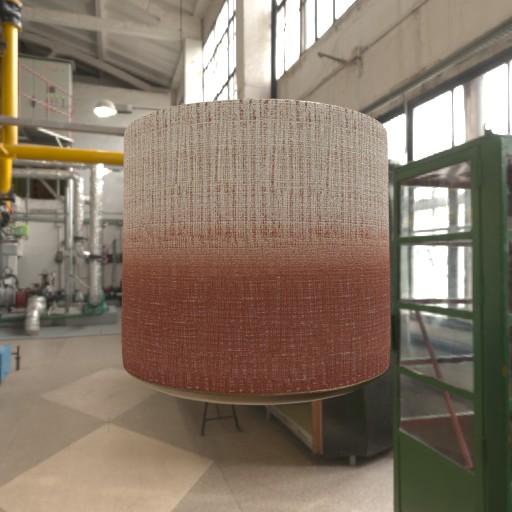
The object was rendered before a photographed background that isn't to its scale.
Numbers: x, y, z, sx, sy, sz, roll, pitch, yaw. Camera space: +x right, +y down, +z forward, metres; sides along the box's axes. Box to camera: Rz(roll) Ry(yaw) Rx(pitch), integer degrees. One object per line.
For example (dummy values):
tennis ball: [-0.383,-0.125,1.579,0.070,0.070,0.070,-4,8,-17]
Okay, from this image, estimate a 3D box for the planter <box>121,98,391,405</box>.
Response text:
planter: [0.000,0.000,0.306,0.178,0.157,0.178,0,0,0]
